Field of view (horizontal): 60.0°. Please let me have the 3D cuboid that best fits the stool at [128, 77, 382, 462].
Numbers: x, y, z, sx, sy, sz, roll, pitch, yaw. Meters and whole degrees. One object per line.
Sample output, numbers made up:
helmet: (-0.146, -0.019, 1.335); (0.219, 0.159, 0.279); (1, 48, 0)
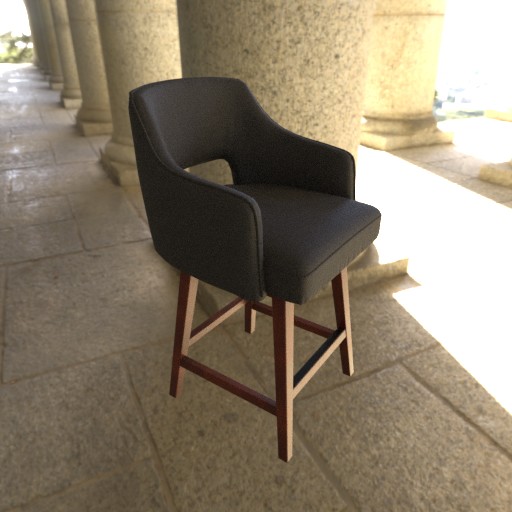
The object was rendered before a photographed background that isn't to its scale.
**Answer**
stool: (0.000, 0.000, 1.258); (0.558, 0.912, 0.548); (17, 32, 31)
